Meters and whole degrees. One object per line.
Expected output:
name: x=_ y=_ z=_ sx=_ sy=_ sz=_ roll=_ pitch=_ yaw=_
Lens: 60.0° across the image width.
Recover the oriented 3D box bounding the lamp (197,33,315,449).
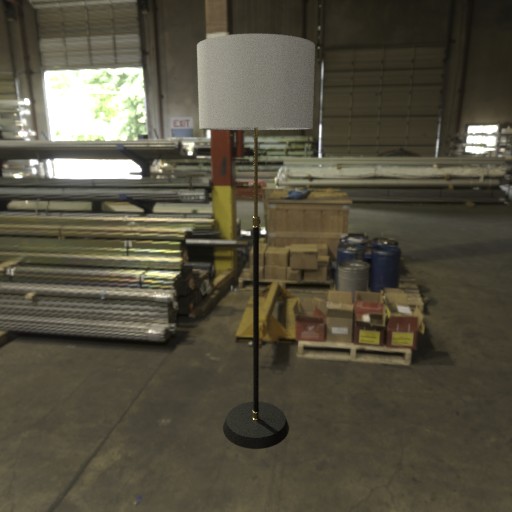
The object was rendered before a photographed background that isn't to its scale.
lamp: x=0.000 y=0.000 z=1.713 sx=0.404 sy=1.517 sz=0.404 roll=2 pitch=15 yaw=8
